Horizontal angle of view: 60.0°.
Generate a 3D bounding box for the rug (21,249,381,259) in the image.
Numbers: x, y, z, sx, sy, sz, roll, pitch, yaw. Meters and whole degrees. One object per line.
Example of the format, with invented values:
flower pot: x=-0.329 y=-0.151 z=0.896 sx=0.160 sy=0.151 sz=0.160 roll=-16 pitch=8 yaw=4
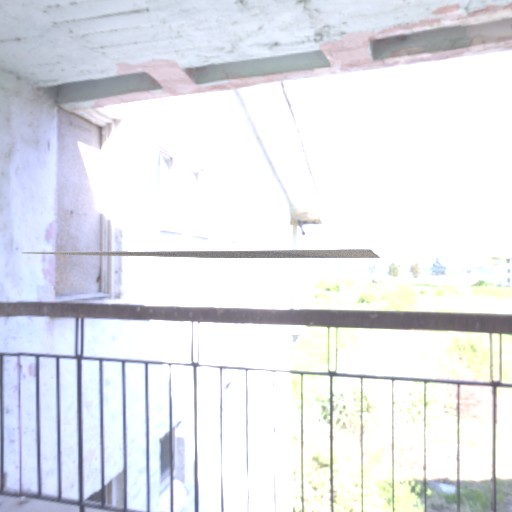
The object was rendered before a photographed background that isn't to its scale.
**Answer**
rug: x=0.000 y=0.000 z=2.296 sx=1.219 sy=0.005 sz=1.828 roll=0 pitch=-1 yaw=17
